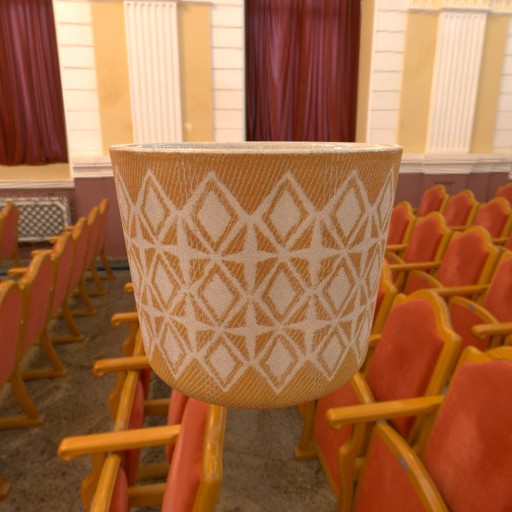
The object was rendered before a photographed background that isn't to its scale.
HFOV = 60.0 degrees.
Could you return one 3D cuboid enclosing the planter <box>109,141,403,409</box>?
[{"bbox_3d":[0.000,0.000,0.214,0.126,0.104,0.126,0,16,0],"label":"planter"}]
